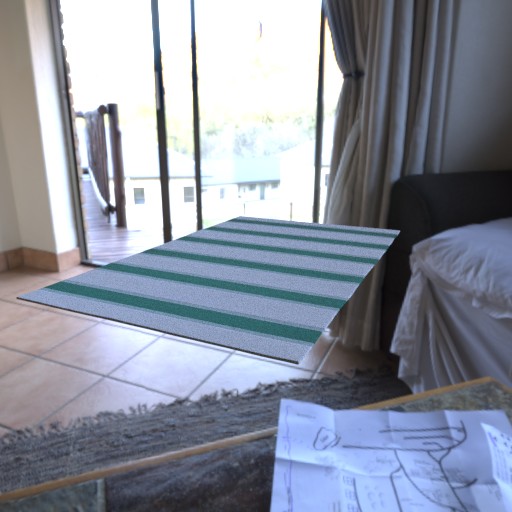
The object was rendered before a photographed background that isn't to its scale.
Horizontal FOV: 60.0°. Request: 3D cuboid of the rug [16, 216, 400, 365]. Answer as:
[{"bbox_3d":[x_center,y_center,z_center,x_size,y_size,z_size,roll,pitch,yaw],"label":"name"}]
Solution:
[{"bbox_3d":[0.000,0.000,2.976,1.521,0.015,2.436,8,18,25],"label":"rug"}]
